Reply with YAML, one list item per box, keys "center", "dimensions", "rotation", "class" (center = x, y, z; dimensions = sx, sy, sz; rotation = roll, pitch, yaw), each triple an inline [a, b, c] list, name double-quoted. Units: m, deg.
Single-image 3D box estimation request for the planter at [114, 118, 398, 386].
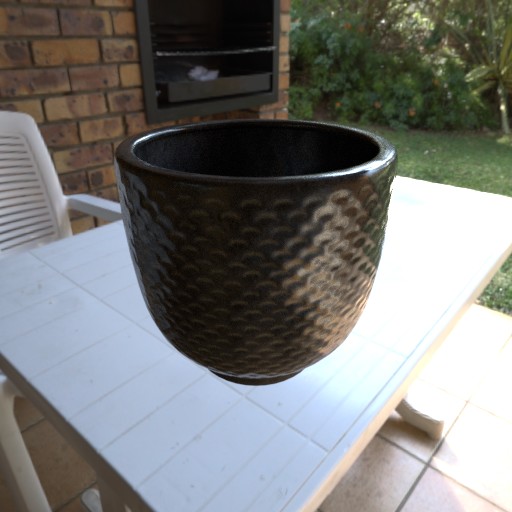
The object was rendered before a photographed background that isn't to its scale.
- center: [0.000, 0.000, 0.312]
  dimensions: [0.172, 0.160, 0.172]
  rotation: [0, 27, 0]
  class: "planter"
